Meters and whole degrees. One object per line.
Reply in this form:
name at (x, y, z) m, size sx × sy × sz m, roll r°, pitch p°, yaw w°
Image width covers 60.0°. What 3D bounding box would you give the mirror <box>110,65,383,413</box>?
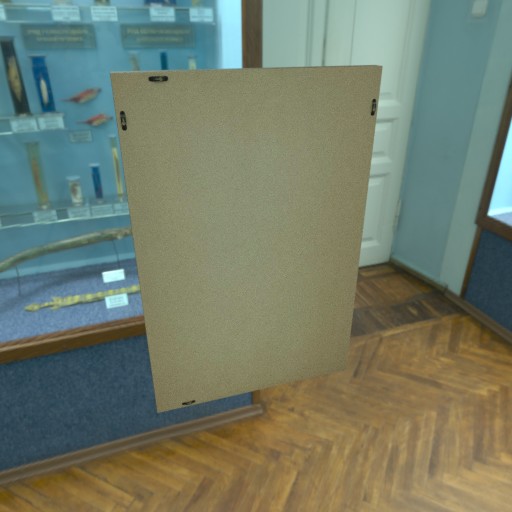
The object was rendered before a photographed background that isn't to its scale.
mirror at (0.000, 0.000, 1.171) m, size 0.609 × 0.915 × 0.040 m, roll -8°, pitch 28°, yaw -16°
